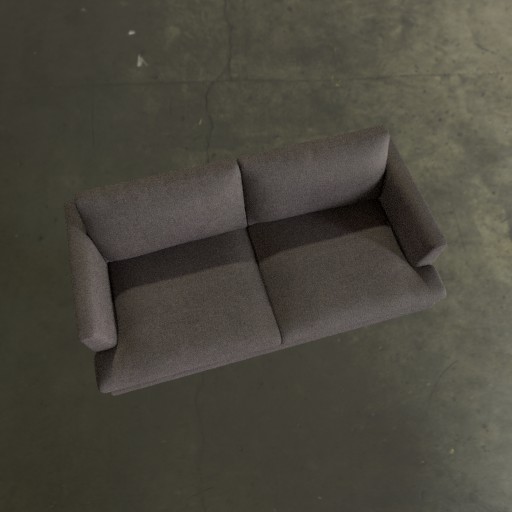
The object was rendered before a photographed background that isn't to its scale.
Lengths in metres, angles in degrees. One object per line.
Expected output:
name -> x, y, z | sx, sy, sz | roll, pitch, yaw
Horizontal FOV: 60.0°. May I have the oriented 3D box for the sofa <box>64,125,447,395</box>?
sofa -> 0.000, 0.000, 2.542 | 1.948, 0.868, 1.020 | -14, 65, -7
